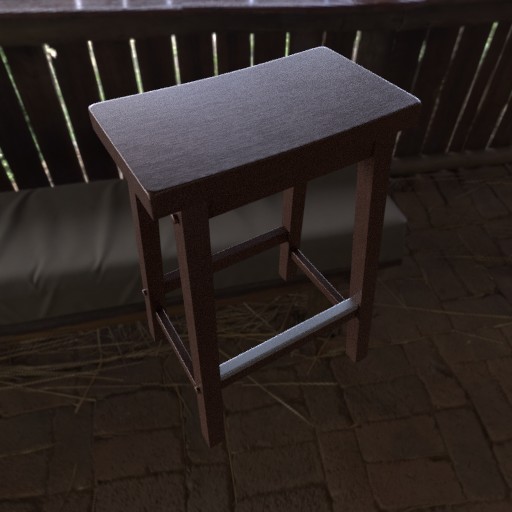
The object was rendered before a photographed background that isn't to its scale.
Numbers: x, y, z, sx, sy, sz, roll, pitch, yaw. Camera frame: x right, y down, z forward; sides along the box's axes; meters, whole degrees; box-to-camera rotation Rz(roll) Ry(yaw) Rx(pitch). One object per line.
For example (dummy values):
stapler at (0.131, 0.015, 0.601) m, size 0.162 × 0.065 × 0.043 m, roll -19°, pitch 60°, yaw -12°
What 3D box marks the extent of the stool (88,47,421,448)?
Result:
stool at (0.000, 0.000, 0.831) m, size 0.406 × 0.610 × 0.322 m, roll -23°, pitch 51°, yaw -21°
